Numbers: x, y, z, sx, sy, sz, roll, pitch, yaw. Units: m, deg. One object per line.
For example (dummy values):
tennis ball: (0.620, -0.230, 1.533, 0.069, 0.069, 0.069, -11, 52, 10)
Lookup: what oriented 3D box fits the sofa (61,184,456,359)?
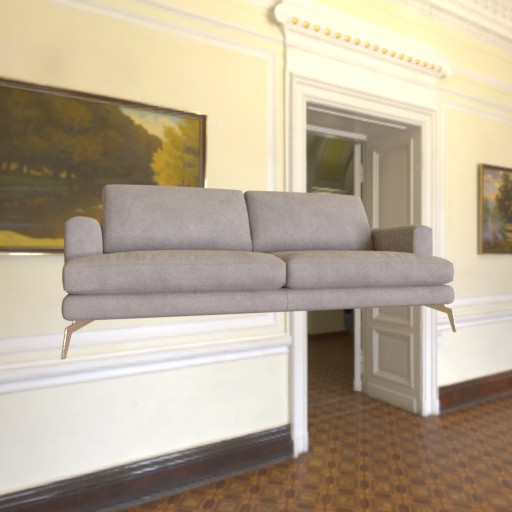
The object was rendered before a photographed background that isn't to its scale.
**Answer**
sofa: (0.000, 0.000, 2.566, 2.013, 0.830, 0.980, 0, 0, -18)
